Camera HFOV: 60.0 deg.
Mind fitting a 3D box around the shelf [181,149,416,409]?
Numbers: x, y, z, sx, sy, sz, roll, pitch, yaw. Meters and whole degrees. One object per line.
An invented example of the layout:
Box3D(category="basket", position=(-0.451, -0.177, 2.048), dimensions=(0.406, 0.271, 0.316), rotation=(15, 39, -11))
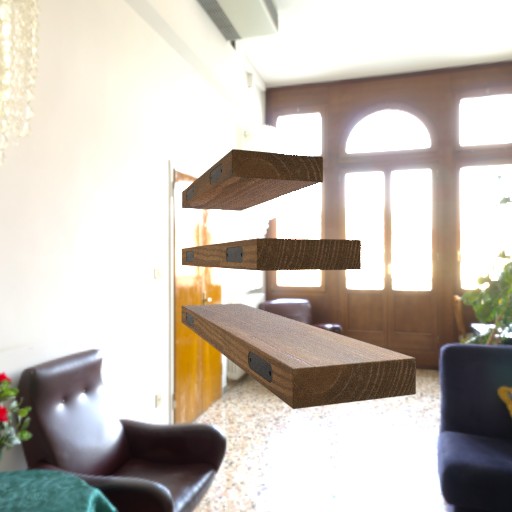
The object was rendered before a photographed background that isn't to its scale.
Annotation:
Box3D(category="shelf", position=(0.000, 0.000, 0.726), dimensions=(0.140, 0.293, 0.610), rotation=(0, -1, -19))
